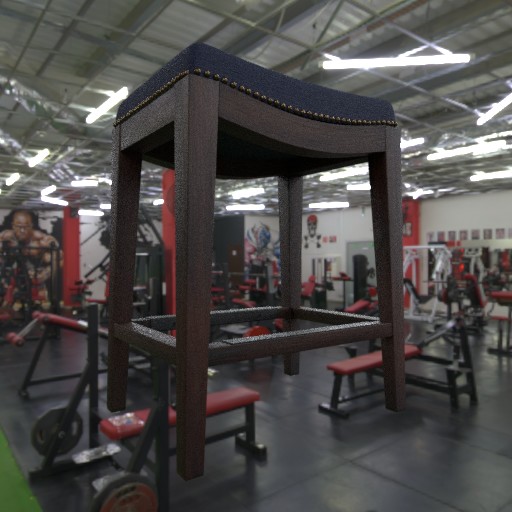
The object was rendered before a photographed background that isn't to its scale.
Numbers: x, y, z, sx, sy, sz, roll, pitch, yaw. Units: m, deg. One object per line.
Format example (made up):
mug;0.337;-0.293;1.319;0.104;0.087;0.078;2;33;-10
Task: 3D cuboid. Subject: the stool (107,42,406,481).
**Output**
stool;0.000;0.000;0.912;0.500;0.642;0.361;0;0;-35
